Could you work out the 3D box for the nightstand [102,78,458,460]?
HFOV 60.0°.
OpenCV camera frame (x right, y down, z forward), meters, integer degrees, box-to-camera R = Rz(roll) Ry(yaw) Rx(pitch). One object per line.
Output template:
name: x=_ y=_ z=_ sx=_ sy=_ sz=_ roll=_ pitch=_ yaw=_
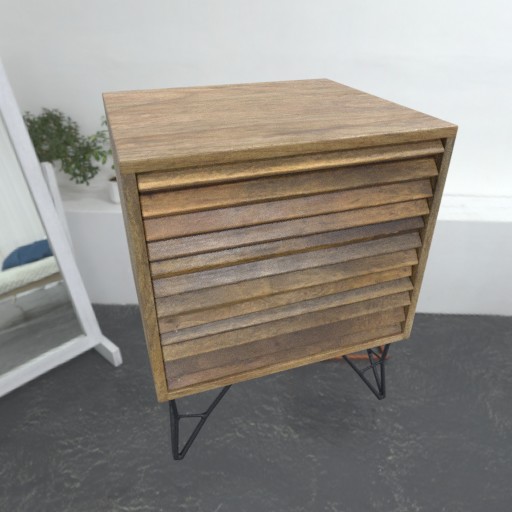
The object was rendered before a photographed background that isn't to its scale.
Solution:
nightstand: x=0.000 y=0.000 z=0.854 sx=0.457 sy=0.559 sz=0.406 roll=-10 pitch=32 yaw=-16
